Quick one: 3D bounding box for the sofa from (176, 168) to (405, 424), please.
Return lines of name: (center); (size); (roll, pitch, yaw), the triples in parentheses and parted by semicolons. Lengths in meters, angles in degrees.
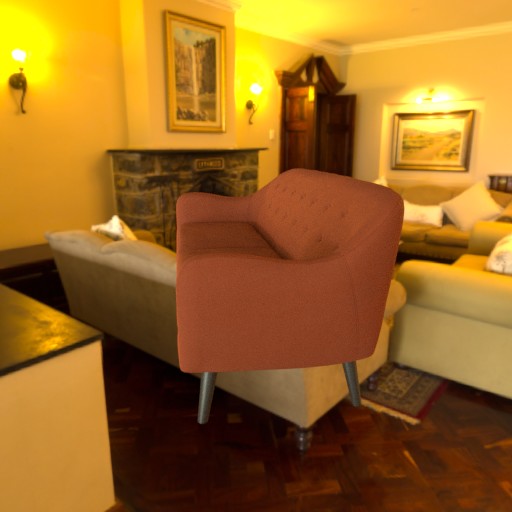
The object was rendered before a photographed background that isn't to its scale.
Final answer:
sofa: (0.000, 0.000, 2.289); (0.820, 0.836, 1.840); (-2, 14, -10)
